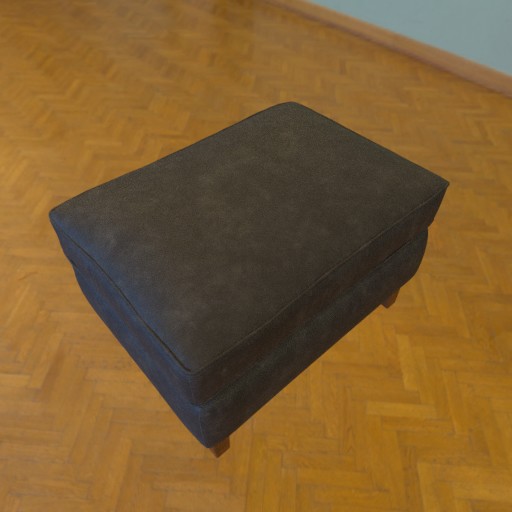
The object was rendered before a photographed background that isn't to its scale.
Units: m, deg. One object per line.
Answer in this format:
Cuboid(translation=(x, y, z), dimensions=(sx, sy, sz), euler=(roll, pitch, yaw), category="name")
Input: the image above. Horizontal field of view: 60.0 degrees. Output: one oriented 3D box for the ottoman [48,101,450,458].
Cuboid(translation=(0.000, 0.000, 0.979), dimensions=(0.665, 0.413, 0.501), euler=(-33, 55, -27), category="ottoman")
